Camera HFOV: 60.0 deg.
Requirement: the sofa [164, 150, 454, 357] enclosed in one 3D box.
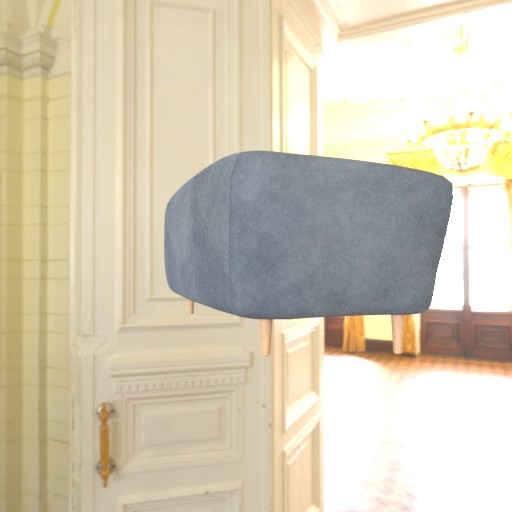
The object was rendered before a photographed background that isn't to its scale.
[{"bbox_3d":[0.000,0.000,2.485,0.849,0.795,2.095,0,-1,-20],"label":"sofa"}]
